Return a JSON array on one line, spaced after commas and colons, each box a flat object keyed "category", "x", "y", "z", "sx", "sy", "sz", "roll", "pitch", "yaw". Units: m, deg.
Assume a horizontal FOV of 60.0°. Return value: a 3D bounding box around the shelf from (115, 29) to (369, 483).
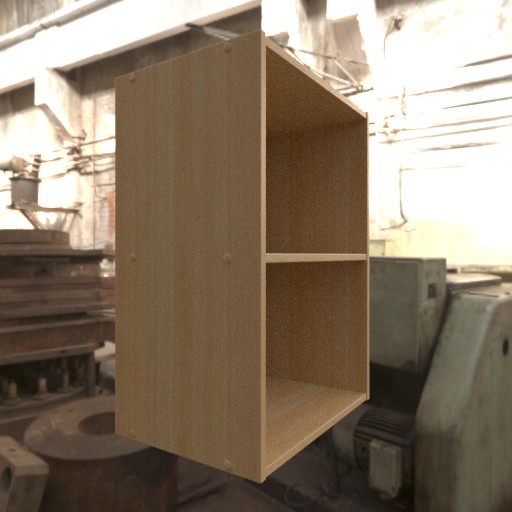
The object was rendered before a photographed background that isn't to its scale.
[{"category": "shelf", "x": 0.000, "y": 0.000, "z": 0.827, "sx": 0.290, "sy": 0.592, "sz": 0.414, "roll": 0, "pitch": 0, "yaw": 34}]
